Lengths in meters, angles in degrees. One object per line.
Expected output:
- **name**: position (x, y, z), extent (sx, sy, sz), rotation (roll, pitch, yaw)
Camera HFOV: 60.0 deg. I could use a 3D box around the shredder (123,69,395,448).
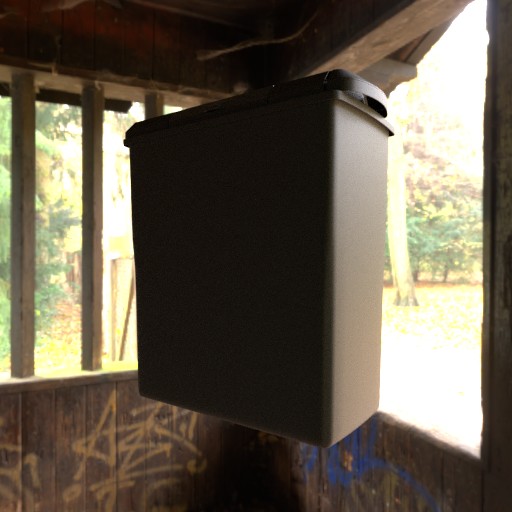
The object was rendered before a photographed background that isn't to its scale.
- **shredder**: position (0.000, 0.000, 0.517), extent (0.320, 0.335, 0.170), rotation (0, 0, 36)
